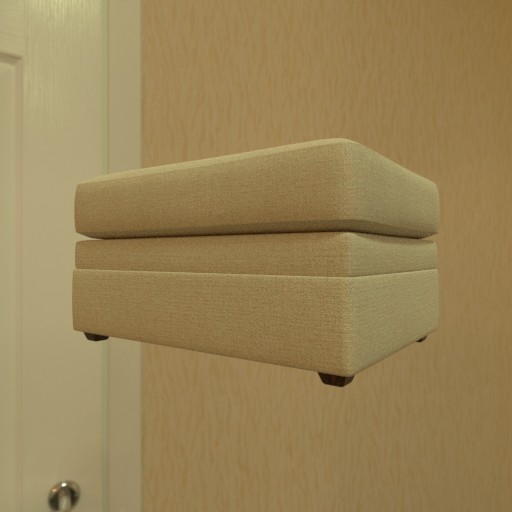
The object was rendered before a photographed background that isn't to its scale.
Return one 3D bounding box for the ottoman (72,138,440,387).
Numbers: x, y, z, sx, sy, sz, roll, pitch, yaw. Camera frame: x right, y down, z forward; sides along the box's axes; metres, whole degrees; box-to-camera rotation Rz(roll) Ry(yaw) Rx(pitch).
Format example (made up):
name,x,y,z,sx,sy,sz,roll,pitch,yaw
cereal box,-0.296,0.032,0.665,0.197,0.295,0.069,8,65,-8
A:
name,x,y,z,sx,sy,sz,roll,pitch,yaw
ottoman,0.000,0.000,1.255,0.885,0.478,0.637,0,0,35
